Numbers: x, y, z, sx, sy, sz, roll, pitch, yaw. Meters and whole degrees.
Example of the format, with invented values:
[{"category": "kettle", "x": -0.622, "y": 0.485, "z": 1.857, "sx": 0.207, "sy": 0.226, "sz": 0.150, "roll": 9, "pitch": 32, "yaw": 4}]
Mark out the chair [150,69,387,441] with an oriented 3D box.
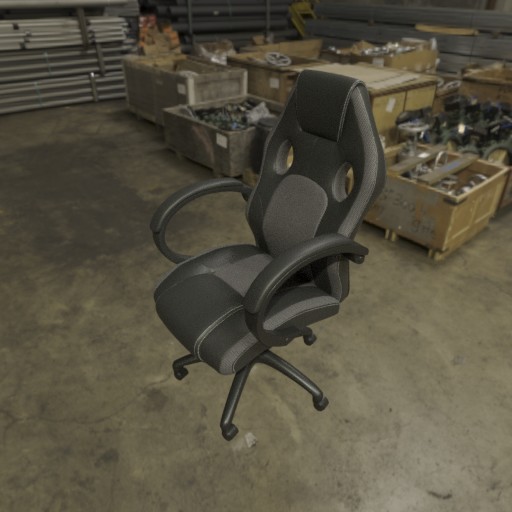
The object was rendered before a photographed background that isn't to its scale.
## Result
[{"category": "chair", "x": 0.000, "y": 0.000, "z": 1.619, "sx": 0.724, "sy": 1.187, "sz": 0.673, "roll": -22, "pitch": 38, "yaw": -31}]
